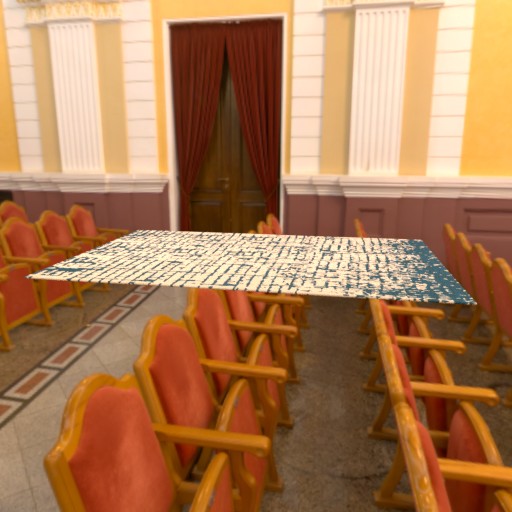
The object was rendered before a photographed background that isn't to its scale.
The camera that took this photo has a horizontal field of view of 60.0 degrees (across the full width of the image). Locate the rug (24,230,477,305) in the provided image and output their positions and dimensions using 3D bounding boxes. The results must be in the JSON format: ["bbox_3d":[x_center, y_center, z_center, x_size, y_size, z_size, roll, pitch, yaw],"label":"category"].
[{"bbox_3d":[0.000,0.000,3.059,2.435,0.011,1.517,3,14,10],"label":"rug"}]
